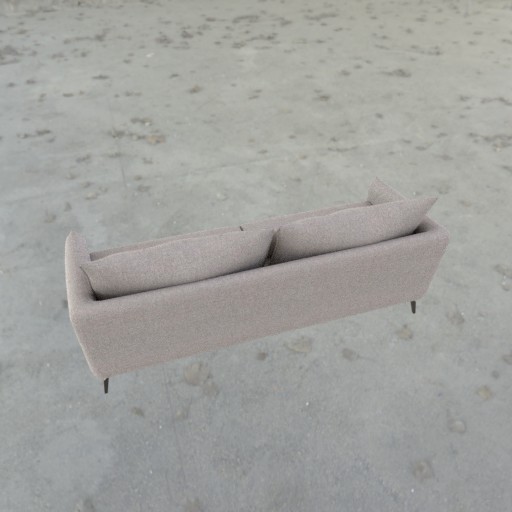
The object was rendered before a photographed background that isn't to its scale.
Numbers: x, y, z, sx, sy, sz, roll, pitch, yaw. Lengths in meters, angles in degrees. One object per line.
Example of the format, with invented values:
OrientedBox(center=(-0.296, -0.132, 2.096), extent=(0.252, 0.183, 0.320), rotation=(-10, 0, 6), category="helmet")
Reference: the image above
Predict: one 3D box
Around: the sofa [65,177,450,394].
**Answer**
OrientedBox(center=(0.000, 0.000, 2.486), extent=(2.022, 0.833, 0.809), rotation=(-12, 42, -13), category="sofa")
